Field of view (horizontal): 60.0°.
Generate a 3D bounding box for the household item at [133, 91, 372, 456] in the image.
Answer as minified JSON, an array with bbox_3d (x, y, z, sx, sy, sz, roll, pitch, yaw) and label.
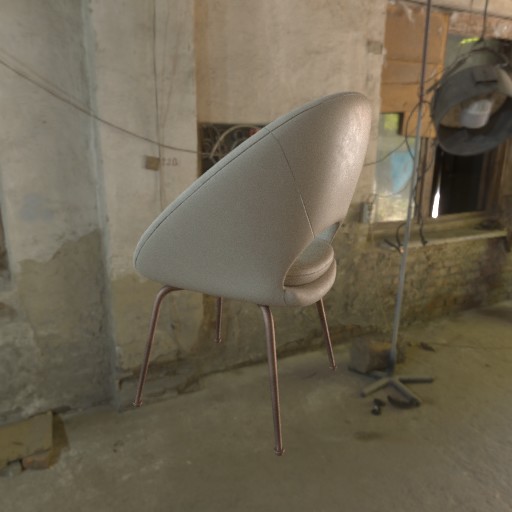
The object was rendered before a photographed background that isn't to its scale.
[{"bbox_3d":[0.000,0.000,1.252,0.573,0.852,0.623,8,18,25],"label":"household item"}]
